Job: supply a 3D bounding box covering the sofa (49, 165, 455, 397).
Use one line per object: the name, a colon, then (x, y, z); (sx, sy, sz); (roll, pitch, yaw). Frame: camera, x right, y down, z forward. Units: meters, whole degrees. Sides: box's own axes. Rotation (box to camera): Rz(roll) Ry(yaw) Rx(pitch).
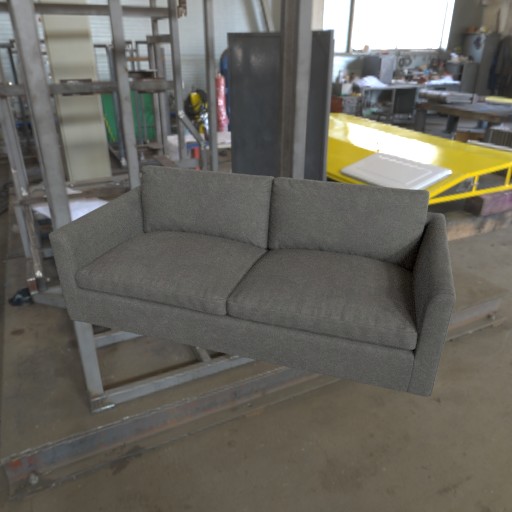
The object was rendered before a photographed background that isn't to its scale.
sofa: (0.000, 0.000, 2.838); (2.257, 0.838, 1.092); (8, 27, 17)
